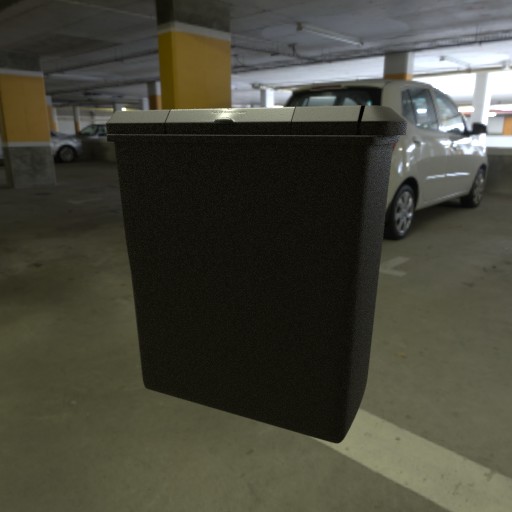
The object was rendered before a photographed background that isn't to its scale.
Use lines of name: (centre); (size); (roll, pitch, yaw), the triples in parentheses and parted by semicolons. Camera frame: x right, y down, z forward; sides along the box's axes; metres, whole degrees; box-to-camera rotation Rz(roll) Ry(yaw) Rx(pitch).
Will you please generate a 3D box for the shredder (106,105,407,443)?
shredder: (0.000, 0.000, 0.523); (0.320, 0.335, 0.170); (7, 17, 24)
